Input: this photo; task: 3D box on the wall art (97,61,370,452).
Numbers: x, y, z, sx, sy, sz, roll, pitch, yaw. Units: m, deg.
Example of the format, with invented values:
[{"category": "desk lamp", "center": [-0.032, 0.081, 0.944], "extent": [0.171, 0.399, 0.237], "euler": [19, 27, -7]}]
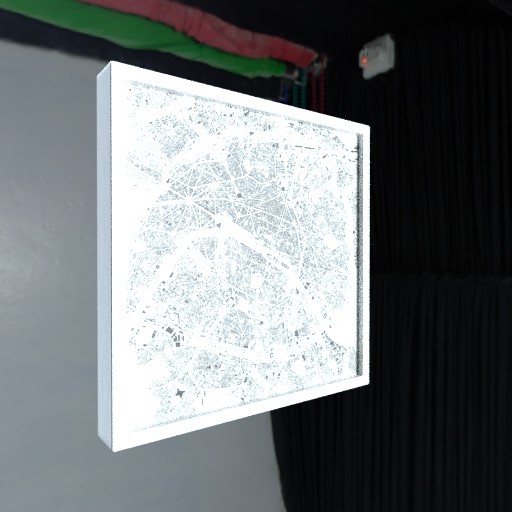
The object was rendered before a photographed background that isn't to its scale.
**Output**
[{"category": "wall art", "center": [0.000, 0.000, 0.448], "extent": [0.305, 0.305, 0.038], "euler": [0, 1, -36]}]
